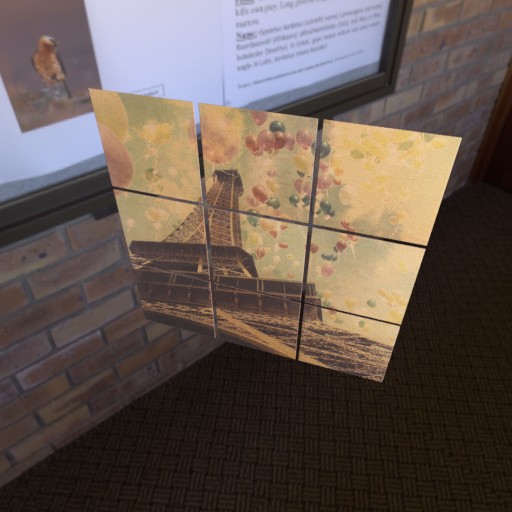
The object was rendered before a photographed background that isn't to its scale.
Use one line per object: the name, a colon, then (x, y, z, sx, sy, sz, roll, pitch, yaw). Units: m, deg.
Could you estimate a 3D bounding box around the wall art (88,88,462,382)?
wall art: (0.000, 0.000, 2.224, 1.517, 1.505, 0.002, 12, 42, 14)
